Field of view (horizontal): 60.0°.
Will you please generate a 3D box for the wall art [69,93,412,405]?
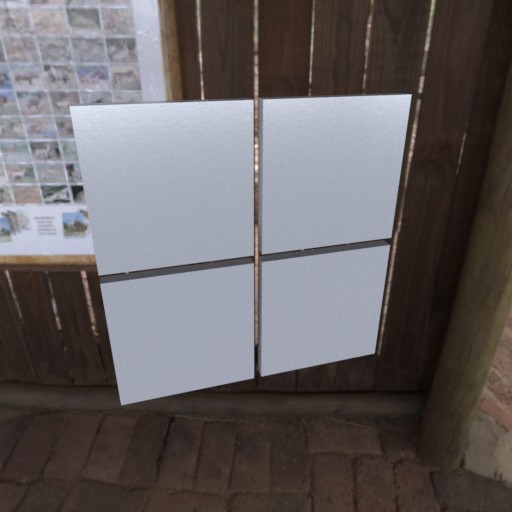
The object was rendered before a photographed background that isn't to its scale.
[{"bbox_3d":[0.000,0.000,0.908,0.611,0.611,0.029,-7,27,-15],"label":"wall art"}]
